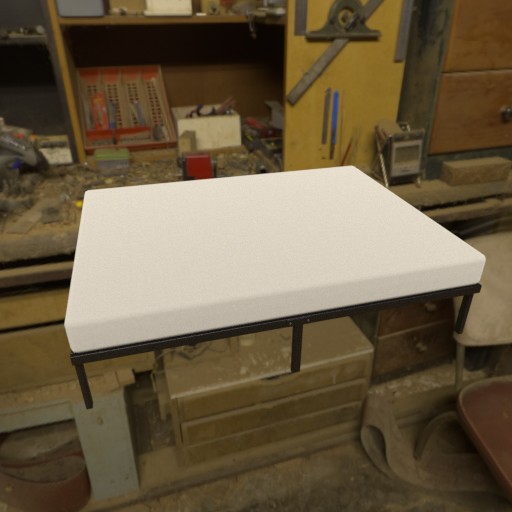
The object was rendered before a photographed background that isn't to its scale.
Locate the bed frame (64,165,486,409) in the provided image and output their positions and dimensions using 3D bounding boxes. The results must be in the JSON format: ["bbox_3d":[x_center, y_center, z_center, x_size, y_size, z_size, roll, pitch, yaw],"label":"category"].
[{"bbox_3d":[0.000,0.000,3.573,2.635,0.680,1.990,-8,31,-13],"label":"bed frame"}]
